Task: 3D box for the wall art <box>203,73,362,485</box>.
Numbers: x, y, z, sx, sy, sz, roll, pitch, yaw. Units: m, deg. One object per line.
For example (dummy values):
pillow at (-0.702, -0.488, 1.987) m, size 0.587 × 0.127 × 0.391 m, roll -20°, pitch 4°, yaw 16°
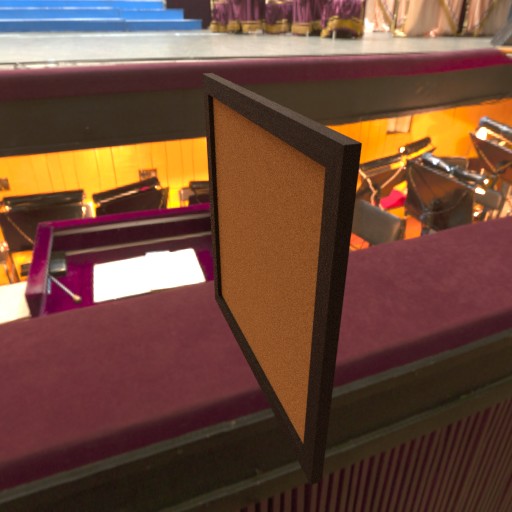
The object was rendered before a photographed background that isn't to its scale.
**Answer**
wall art at (0.000, 0.000, 1.481) m, size 0.038 × 1.016 × 1.016 m, roll -11°, pitch 31°, yaw -18°
